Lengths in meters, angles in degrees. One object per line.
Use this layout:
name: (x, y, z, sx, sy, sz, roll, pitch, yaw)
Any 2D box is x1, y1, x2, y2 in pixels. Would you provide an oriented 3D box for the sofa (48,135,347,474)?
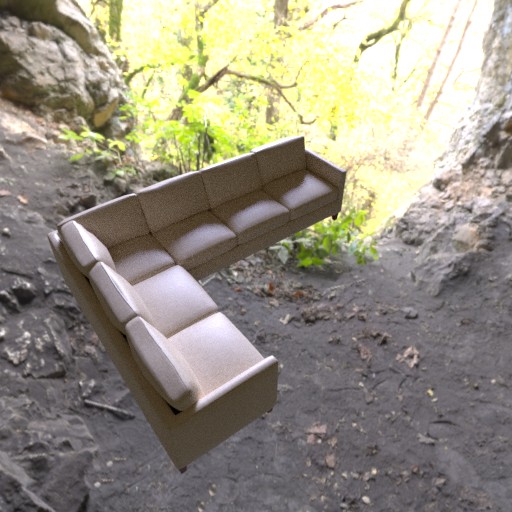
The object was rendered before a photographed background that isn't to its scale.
sofa: (0.000, 0.000, 4.494, 3.302, 0.947, 2.593, -26, 48, -27)
